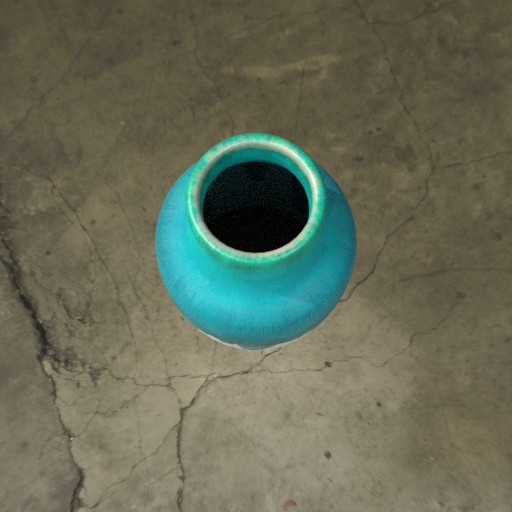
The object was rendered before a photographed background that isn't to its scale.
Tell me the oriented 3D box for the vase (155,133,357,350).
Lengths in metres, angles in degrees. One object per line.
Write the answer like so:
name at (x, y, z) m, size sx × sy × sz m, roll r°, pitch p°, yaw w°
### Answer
vase at (0.000, 0.000, 0.256) m, size 0.106 × 0.192 × 0.106 m, roll 0°, pitch 77°, yaw 0°
